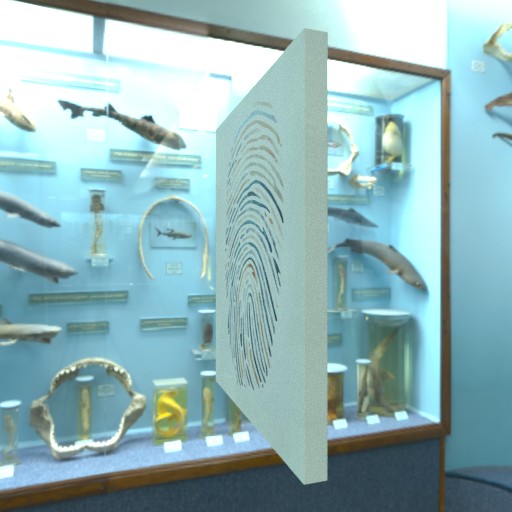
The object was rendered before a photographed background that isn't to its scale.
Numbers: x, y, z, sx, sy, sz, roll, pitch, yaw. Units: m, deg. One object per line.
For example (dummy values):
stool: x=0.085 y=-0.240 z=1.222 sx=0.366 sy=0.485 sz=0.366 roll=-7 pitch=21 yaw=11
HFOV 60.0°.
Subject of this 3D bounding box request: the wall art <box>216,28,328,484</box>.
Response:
wall art: x=0.000 y=0.000 z=0.834 sx=0.037 sy=0.606 sz=0.508 roll=0 pitch=0 yaw=-19
